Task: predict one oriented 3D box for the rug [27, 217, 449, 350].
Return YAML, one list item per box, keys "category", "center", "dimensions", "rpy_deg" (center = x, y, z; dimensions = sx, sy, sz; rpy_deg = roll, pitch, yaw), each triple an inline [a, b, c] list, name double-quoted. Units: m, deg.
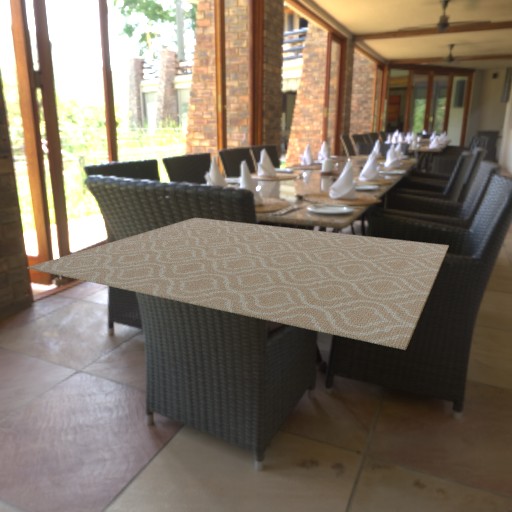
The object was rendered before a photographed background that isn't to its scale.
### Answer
- category: "rug"
  center: [0.000, 0.000, 3.835]
  dimensions: [2.894, 0.013, 2.286]
  rpy_deg: [8, 18, 27]
